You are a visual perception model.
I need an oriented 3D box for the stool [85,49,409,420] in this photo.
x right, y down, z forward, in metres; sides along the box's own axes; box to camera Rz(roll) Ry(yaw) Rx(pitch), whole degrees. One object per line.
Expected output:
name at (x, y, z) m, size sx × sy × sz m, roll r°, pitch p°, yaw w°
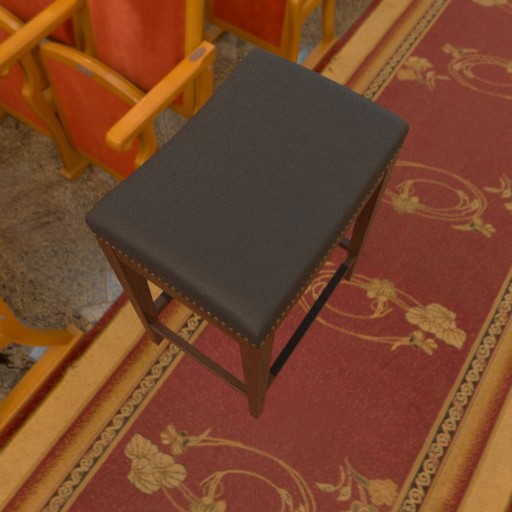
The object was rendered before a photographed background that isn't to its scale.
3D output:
stool at (0.000, 0.000, 0.959) m, size 0.353 × 0.664 × 0.490 m, roll 32°, pitch 68°, yaw 15°
